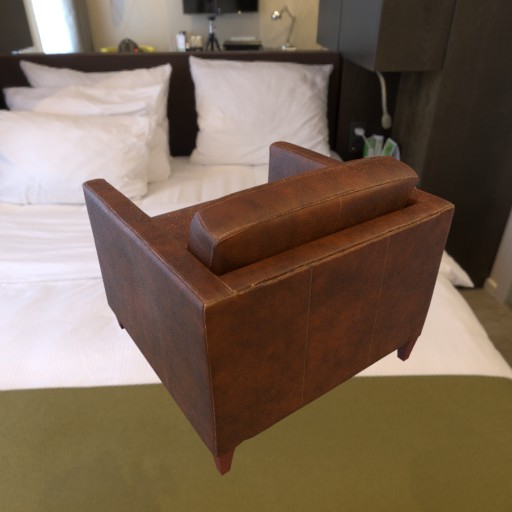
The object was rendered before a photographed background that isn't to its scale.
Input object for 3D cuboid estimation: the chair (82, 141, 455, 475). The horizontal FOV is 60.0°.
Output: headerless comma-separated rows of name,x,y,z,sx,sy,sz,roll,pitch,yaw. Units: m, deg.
chair,0.000,0.000,1.739,0.990,0.864,0.975,-20,36,-30
